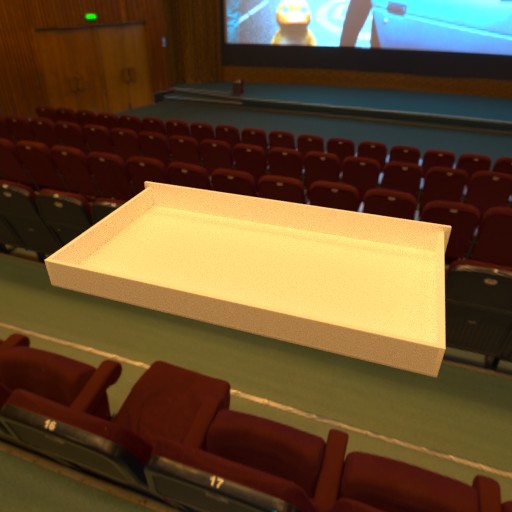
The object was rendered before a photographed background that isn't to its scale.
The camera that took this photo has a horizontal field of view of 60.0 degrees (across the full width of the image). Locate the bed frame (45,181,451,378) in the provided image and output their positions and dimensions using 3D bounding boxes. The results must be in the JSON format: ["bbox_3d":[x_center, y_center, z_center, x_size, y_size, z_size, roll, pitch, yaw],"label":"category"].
[{"bbox_3d":[0.000,0.000,1.596,1.300,0.141,0.670,11,33,17],"label":"bed frame"}]
